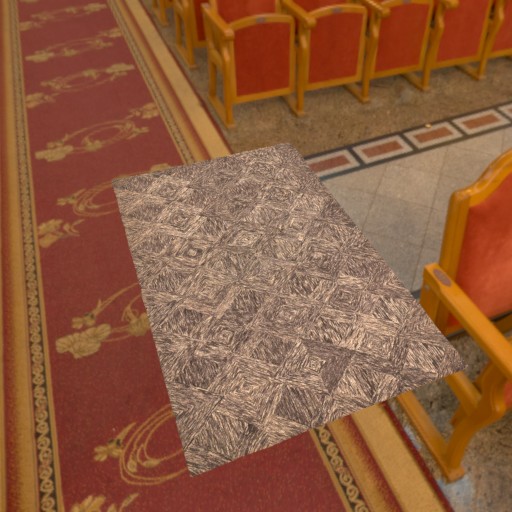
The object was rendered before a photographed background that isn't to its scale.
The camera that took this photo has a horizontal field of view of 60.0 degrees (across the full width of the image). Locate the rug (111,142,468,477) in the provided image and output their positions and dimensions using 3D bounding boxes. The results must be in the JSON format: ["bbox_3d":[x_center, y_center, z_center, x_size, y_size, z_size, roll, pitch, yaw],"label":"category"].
[{"bbox_3d":[0.000,0.000,2.257,1.189,0.011,1.808,-16,49,-14],"label":"rug"}]
